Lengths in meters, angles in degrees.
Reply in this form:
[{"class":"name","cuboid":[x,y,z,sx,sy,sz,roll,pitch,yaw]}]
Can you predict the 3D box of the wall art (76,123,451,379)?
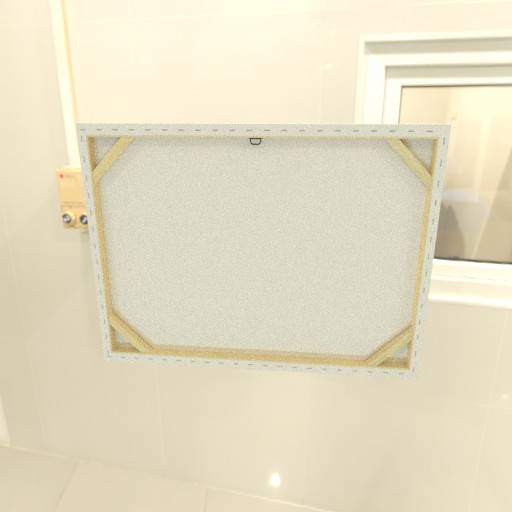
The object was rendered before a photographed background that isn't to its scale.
[{"class":"wall art","cuboid":[0.000,0.000,1.330,1.016,0.762,0.038,2,18,6]}]
